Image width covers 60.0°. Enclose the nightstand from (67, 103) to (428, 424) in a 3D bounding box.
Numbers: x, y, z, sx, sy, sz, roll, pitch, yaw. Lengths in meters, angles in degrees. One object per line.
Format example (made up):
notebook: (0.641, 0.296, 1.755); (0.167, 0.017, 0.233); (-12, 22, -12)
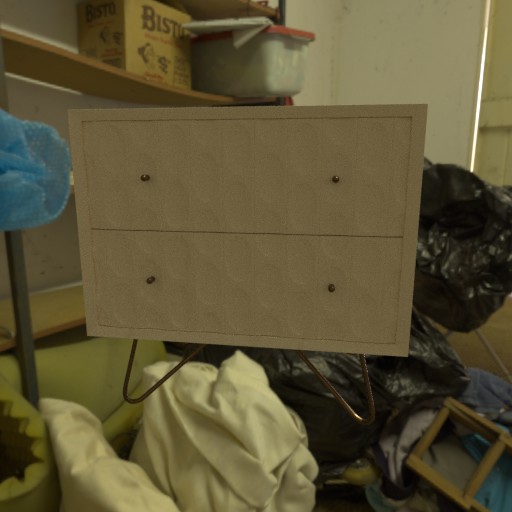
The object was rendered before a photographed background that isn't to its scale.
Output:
nightstand: (0.000, 0.000, 1.011); (0.614, 0.604, 0.447); (2, 13, 9)
